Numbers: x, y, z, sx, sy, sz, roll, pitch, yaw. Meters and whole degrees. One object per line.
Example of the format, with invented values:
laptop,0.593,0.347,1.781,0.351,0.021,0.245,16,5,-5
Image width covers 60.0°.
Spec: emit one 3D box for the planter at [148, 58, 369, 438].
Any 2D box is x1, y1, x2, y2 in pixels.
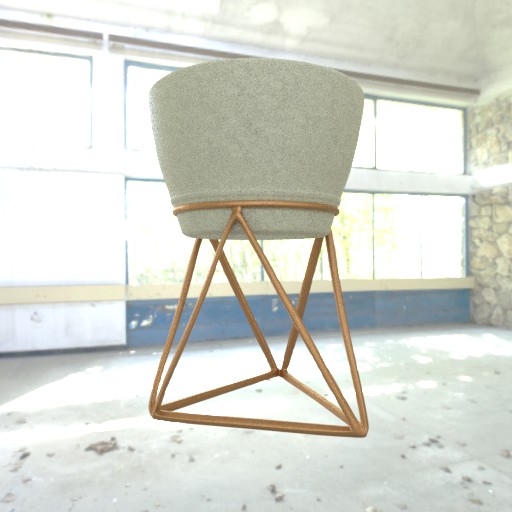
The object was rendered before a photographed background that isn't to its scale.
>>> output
planter,0.000,0.000,0.737,0.350,0.504,0.350,0,0,-18
